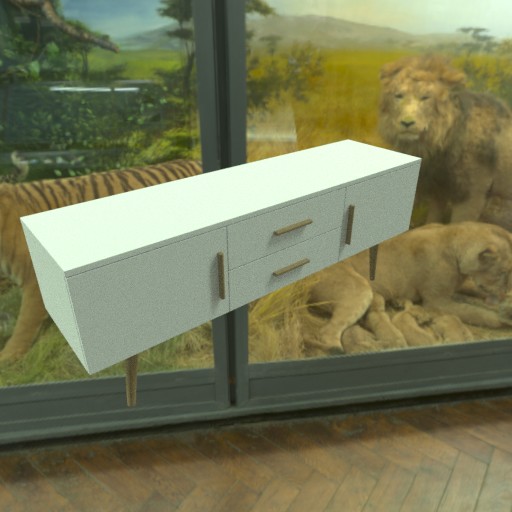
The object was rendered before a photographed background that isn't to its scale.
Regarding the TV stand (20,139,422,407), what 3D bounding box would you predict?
[{"bbox_3d":[0.000,0.000,1.639,1.398,0.560,0.401,-21,35,-33],"label":"TV stand"}]
